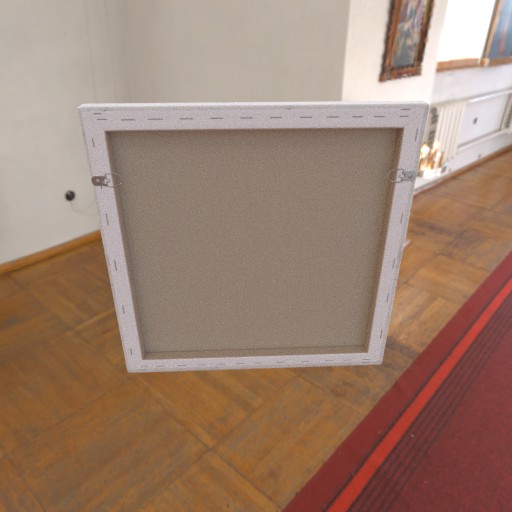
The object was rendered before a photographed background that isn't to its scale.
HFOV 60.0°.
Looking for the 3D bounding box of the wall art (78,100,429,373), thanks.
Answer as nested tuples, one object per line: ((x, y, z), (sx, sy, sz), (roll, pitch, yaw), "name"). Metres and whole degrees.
((0.000, 0.000, 1.153), (0.762, 0.762, 0.038), (-1, 29, -2), "wall art")
